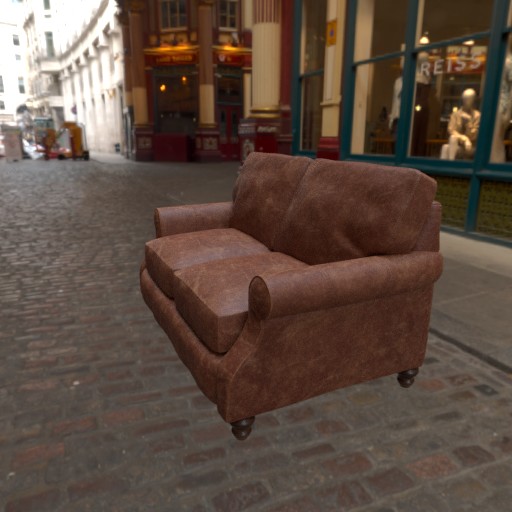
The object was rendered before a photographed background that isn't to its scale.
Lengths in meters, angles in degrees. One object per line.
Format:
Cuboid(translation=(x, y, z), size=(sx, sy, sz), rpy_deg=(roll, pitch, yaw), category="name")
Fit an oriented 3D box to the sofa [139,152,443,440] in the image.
Cuboid(translation=(0.000, 0.000, 2.263), size=(0.990, 0.967, 1.616), rpy_deg=(-8, 18, -25), category="sofa")
